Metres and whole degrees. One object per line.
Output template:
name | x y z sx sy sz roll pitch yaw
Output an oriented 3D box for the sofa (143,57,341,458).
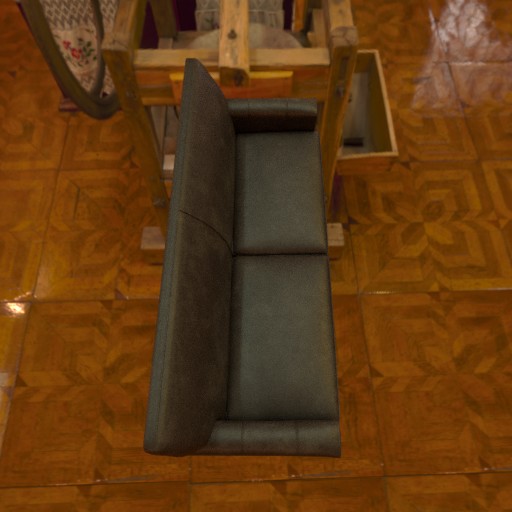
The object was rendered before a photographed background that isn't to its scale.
sofa | 0.000 0.000 2.454 0.805 0.947 2.053 0 64 0
